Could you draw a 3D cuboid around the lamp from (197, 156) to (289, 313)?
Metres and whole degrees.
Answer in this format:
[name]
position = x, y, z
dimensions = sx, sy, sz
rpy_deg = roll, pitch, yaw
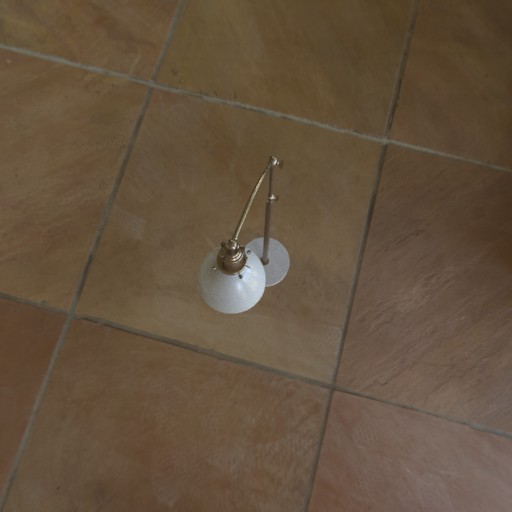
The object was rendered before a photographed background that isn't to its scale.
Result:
[lamp]
position = 0.000, 0.000, 1.782
dimensions = 0.288, 1.586, 0.599
rpy_deg = 18, 77, 4
